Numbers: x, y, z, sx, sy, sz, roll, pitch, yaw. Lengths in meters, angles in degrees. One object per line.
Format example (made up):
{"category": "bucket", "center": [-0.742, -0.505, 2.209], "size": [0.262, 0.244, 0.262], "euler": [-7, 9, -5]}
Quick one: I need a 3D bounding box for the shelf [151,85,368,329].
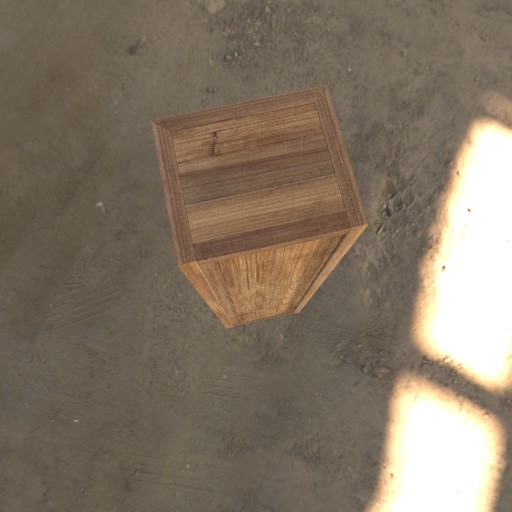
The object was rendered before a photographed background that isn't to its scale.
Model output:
{"category": "shelf", "center": [0.000, 0.000, 2.099], "size": [0.500, 1.900, 0.428], "euler": [-12, 76, -3]}
